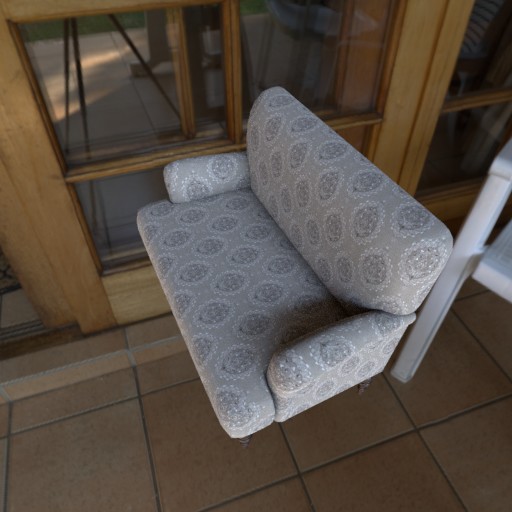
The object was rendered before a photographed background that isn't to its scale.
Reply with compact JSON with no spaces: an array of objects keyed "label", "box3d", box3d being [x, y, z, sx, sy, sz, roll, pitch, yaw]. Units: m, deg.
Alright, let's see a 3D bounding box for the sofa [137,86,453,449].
[{"label":"sofa","box3d":[0.000,0.000,1.863,0.779,0.889,1.297,-18,47,-18]}]
